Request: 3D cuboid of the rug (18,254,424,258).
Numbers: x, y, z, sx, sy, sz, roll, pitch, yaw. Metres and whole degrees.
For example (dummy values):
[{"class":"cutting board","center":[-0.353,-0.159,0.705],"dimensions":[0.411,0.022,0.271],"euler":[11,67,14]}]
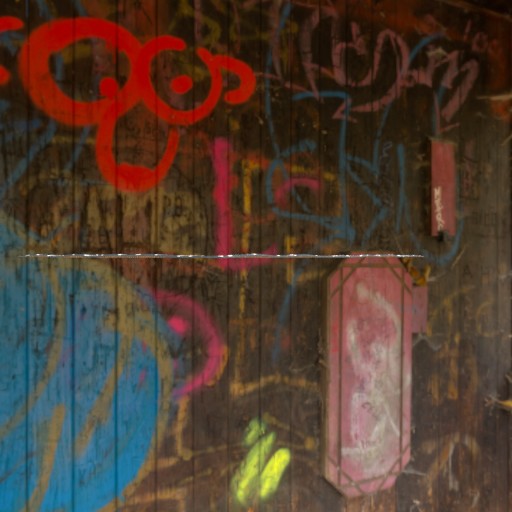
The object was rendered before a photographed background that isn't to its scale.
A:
[{"class":"rug","center":[0.000,0.000,3.021],"dimensions":[1.529,0.017,2.448],"euler":[0,0,37]}]
